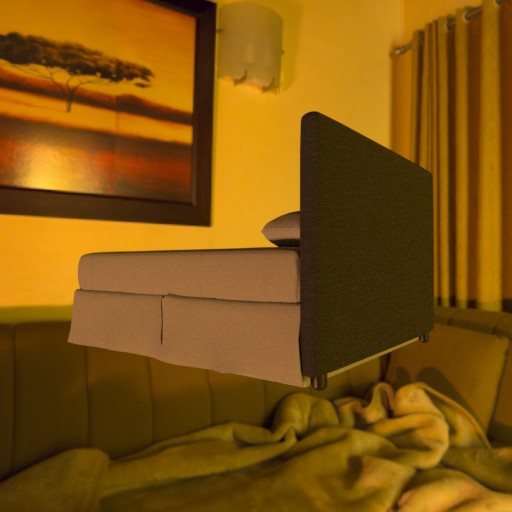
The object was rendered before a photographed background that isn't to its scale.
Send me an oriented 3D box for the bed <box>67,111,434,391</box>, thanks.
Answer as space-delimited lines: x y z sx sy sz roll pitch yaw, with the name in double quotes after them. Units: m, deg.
0.000 0.000 3.385 2.142 1.330 1.884 -1 -1 38 "bed"
